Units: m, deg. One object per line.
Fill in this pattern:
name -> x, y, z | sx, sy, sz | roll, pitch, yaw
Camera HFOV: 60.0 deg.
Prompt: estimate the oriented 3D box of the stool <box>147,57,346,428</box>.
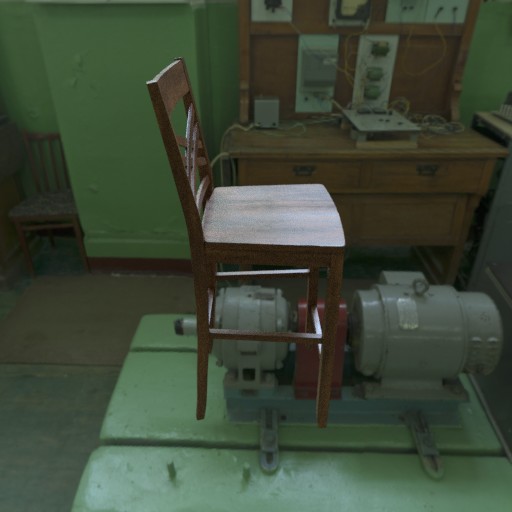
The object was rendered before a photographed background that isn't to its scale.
stool -> 0.000, 0.000, 1.396 | 0.487, 1.105, 0.433 | 0, 31, 0
